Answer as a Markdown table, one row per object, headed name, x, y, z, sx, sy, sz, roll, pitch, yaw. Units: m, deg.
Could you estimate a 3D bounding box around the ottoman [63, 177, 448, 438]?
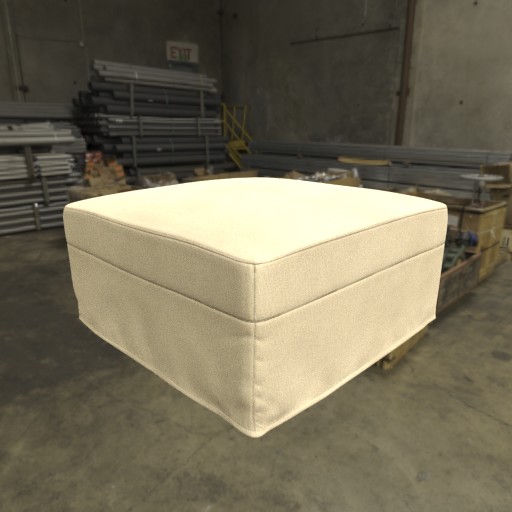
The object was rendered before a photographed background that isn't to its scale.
| name | x | y | z | sx | sy | sz | roll | pitch | yaw |
| --- | --- | --- | --- | --- | --- | --- | --- | --- | --- |
| ottoman | 0.000 | 0.000 | 1.361 | 0.843 | 0.441 | 0.842 | -16 | 23 | -43 |
